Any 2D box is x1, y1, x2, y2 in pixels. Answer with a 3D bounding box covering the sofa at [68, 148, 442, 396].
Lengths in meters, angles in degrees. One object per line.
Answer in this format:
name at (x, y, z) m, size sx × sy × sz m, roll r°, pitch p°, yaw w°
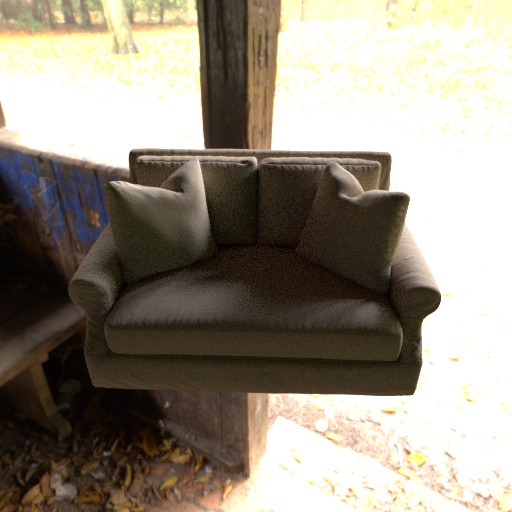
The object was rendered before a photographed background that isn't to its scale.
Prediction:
sofa at (0.000, 0.000, 2.178) m, size 1.550 × 0.905 × 1.070 m, roll 1°, pitch 31°, yaw 2°
